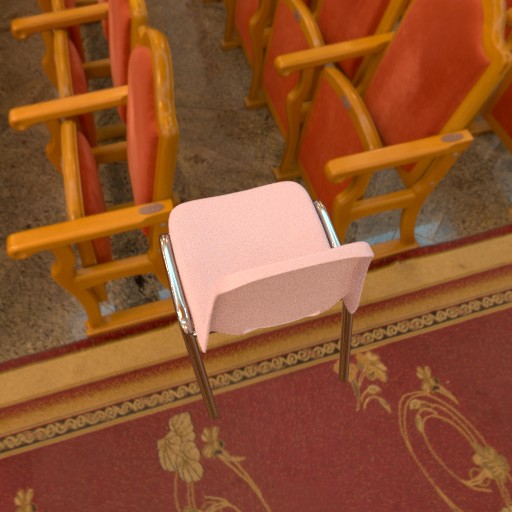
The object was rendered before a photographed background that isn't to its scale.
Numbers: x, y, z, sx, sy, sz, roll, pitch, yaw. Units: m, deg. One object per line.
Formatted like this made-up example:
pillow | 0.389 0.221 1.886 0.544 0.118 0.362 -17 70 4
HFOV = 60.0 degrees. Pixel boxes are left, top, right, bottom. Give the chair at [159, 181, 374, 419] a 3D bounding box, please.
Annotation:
chair | 0.000 0.000 0.857 0.354 0.586 0.423 -13 59 -8
